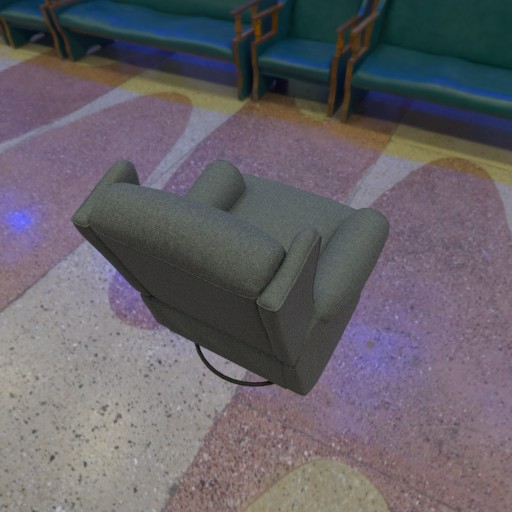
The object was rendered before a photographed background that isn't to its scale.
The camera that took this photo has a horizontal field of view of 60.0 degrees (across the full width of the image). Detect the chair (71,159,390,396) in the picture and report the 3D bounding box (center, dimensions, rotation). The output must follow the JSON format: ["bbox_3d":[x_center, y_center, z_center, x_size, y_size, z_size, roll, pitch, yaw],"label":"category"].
[{"bbox_3d":[0.000,0.000,1.724,0.847,1.011,0.969,22,50,20],"label":"chair"}]
